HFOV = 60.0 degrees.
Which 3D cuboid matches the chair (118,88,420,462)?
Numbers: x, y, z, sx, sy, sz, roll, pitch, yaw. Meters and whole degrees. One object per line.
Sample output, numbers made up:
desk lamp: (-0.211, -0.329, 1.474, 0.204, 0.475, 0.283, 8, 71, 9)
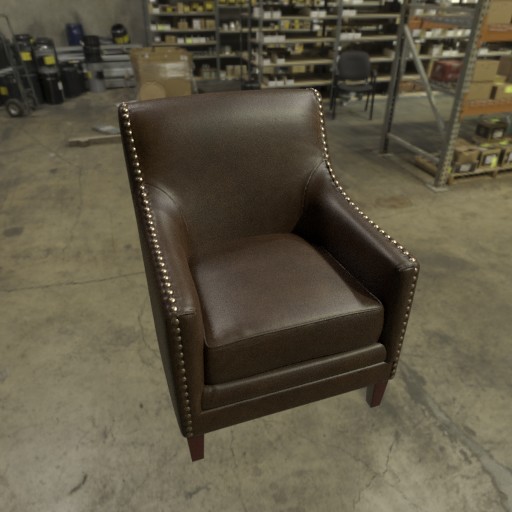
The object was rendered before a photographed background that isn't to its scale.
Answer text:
chair: (0.000, 0.000, 1.315, 0.639, 0.813, 0.704, -10, 34, -16)
